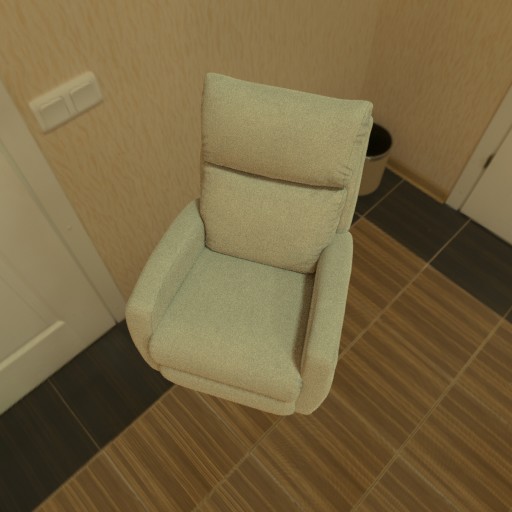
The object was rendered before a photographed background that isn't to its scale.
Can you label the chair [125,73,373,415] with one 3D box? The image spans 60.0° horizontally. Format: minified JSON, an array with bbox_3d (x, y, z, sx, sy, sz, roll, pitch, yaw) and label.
[{"bbox_3d":[0.000,0.000,1.751,0.794,1.021,0.940,14,59,9],"label":"chair"}]
